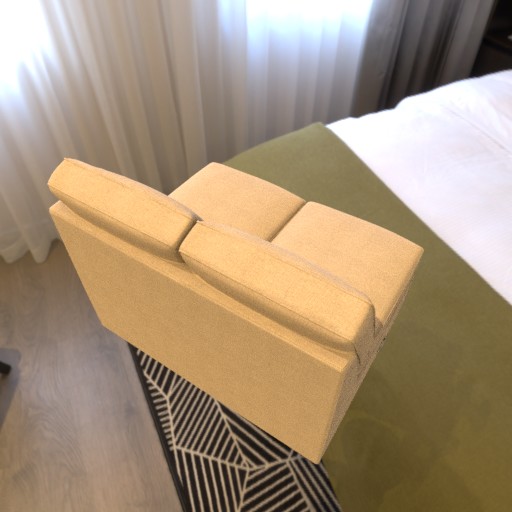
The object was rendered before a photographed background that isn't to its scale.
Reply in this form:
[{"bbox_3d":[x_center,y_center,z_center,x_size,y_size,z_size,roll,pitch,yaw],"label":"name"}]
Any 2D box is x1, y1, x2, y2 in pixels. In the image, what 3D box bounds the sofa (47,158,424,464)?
[{"bbox_3d":[0.000,0.000,1.941,1.232,1.006,0.978,26,52,22],"label":"sofa"}]
